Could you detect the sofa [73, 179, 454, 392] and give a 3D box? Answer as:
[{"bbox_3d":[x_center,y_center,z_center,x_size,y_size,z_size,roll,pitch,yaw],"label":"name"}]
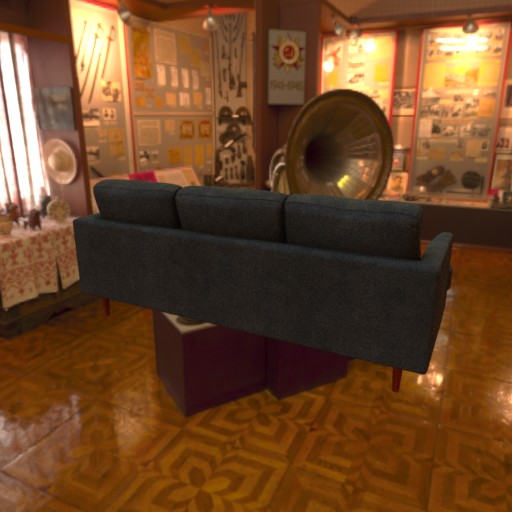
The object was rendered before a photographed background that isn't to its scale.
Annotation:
[{"bbox_3d":[0.000,0.000,2.803,2.246,0.930,0.903,9,19,26],"label":"sofa"}]
